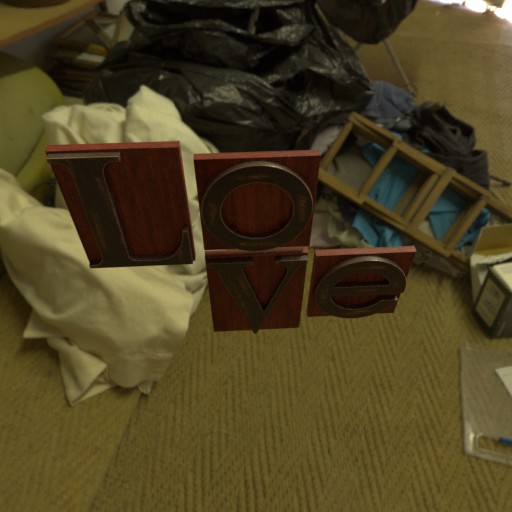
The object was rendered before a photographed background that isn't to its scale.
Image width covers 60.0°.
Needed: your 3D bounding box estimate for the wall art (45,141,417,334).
[{"bbox_3d":[0.000,0.000,0.857,0.635,0.497,0.030,-2,46,-2],"label":"wall art"}]
